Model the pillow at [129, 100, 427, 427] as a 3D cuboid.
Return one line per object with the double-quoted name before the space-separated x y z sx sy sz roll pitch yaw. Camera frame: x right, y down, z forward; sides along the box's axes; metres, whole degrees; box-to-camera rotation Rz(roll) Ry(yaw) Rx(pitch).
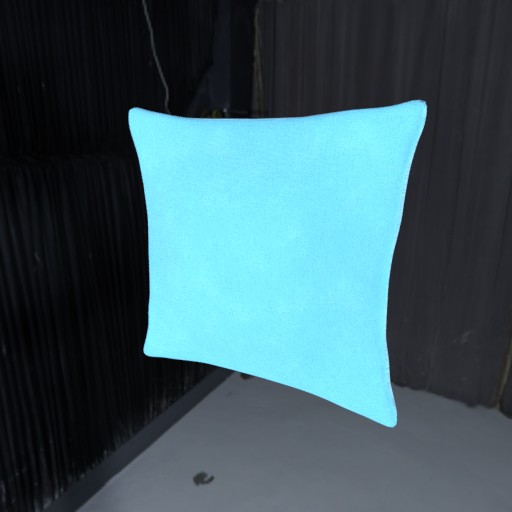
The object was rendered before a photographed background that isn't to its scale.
"pillow" 0.000 0.000 0.640 0.433 0.415 0.151 8 18 27
